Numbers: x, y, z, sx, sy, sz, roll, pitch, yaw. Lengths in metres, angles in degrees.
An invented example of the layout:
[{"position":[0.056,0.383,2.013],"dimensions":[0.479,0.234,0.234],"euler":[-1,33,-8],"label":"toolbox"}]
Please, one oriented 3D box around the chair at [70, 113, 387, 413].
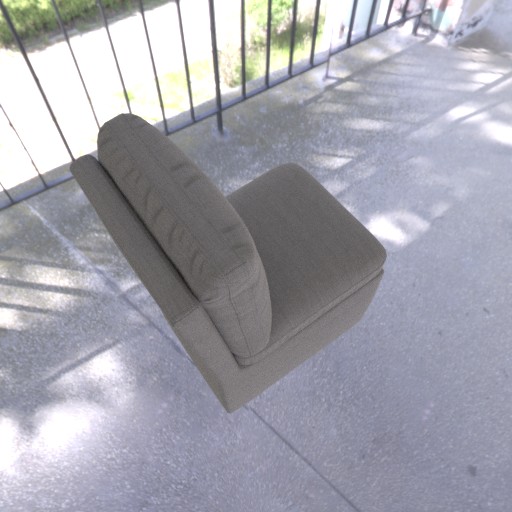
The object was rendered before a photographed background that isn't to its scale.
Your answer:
[{"position":[0.000,0.000,1.313],"dimensions":[0.698,0.927,0.503],"euler":[-31,63,-18],"label":"chair"}]
